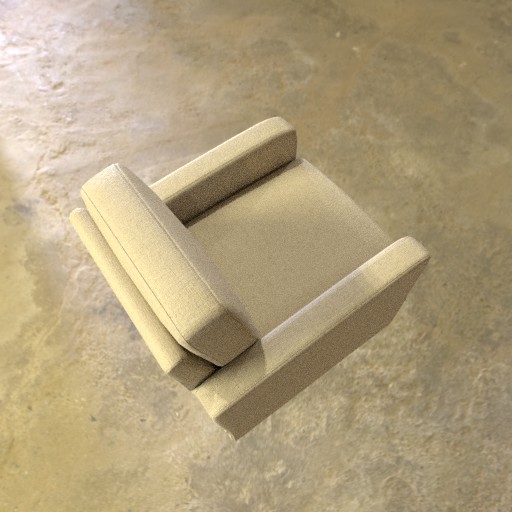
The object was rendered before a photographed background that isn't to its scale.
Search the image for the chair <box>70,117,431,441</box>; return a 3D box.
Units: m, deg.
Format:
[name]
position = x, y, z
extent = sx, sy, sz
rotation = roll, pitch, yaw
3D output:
[chair]
position = 0.000, 0.000, 1.477
extent = 0.888, 0.827, 0.755
rotation = -32, 64, -18
